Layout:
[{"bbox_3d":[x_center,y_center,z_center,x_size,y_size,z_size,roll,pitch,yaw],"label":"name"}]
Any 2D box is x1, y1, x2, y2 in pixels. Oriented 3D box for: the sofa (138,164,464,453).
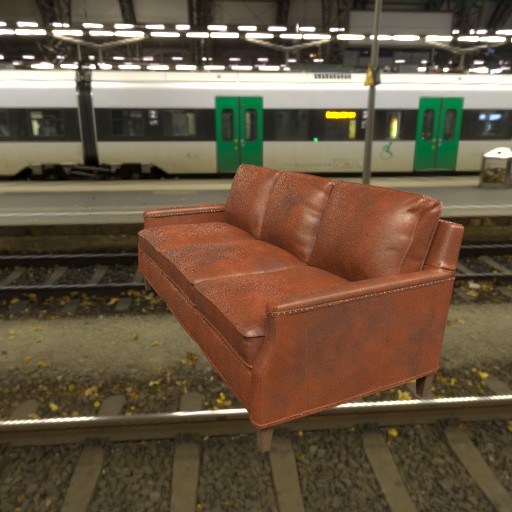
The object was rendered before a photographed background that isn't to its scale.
[{"bbox_3d":[0.000,0.000,2.810,1.084,1.003,2.240,-8,18,-25],"label":"sofa"}]
